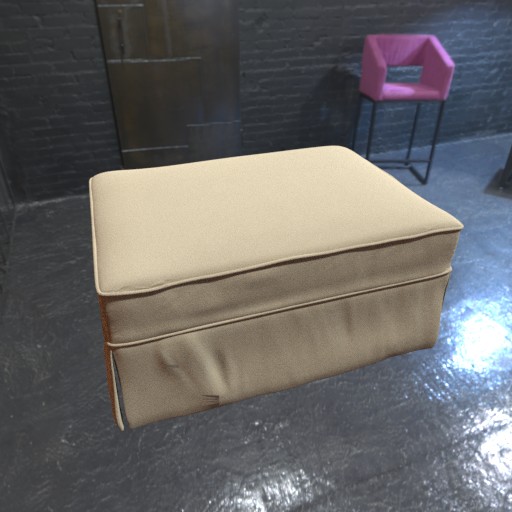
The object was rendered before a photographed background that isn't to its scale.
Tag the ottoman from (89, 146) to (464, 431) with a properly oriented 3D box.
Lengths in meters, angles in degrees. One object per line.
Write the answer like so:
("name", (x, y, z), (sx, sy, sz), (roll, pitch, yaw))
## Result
("ottoman", (0.000, 0.000, 1.356), (0.959, 0.482, 0.721), (-10, 34, -16))
